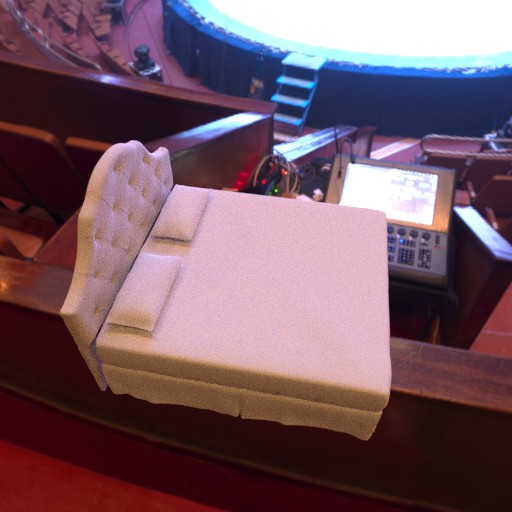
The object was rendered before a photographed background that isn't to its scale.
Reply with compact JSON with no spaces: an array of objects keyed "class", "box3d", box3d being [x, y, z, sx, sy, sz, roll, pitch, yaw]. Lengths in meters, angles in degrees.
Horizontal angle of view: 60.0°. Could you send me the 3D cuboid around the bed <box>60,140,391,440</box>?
[{"class":"bed","box3d":[0.000,0.000,3.558,2.214,1.615,2.008,8,47,7]}]
